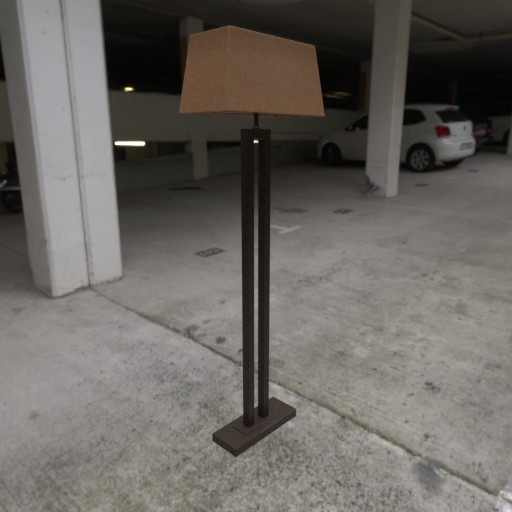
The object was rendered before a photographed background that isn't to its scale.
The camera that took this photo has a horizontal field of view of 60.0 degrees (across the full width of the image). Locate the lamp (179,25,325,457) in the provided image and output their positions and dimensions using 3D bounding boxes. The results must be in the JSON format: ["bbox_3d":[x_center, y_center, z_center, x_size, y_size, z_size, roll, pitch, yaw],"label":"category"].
[{"bbox_3d":[0.000,0.000,1.641,0.233,1.469,0.475,14,20,42],"label":"lamp"}]
